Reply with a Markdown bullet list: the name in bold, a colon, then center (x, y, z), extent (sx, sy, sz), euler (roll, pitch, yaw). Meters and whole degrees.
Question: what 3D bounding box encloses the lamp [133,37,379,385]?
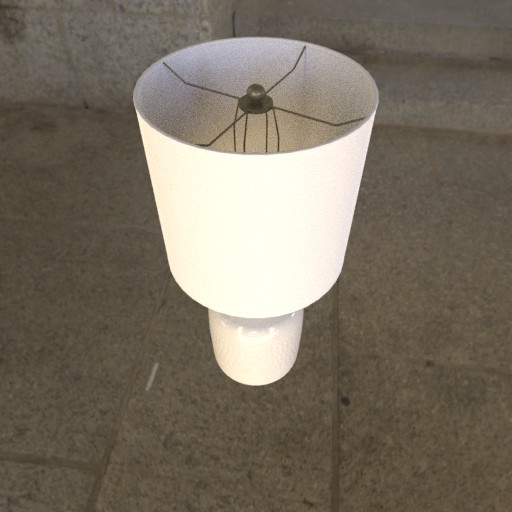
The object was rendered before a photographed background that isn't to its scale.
- **lamp**: center (0.000, 0.000, 0.488), extent (0.188, 0.392, 0.188), euler (-17, 49, -15)
